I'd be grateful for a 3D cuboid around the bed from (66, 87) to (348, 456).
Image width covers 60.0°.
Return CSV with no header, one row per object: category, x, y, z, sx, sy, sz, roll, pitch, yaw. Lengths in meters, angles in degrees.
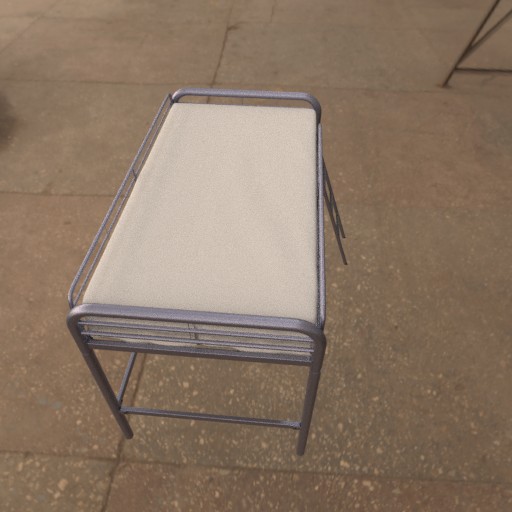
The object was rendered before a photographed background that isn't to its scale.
bed,0.000,0.000,2.842,1.415,1.288,1.965,4,46,4
